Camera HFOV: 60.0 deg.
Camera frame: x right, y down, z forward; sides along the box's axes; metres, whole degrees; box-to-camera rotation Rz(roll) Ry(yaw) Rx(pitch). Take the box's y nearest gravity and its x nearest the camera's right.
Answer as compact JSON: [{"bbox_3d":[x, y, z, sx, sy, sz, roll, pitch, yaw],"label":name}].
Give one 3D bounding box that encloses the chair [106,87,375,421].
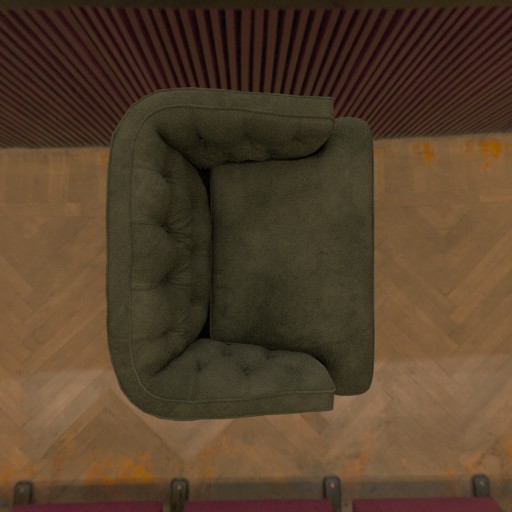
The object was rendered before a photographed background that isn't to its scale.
[{"bbox_3d":[0.000,0.000,1.768,0.941,0.852,1.104,0,90,-1],"label":"chair"}]
